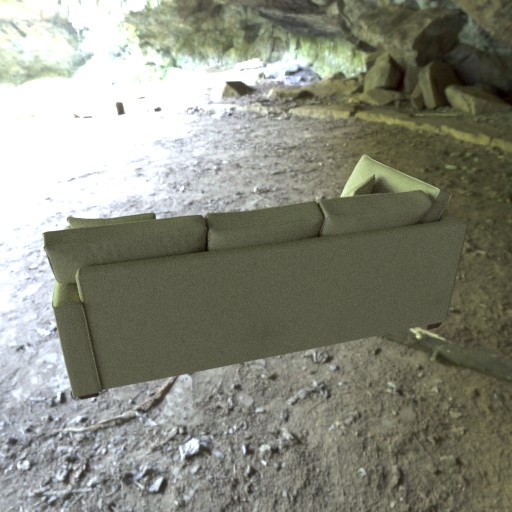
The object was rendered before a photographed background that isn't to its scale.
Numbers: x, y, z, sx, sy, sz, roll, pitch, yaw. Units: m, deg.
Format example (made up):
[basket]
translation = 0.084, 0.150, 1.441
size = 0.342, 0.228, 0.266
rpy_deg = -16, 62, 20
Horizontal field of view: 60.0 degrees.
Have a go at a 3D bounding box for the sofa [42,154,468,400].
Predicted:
[sofa]
translation = 0.000, 0.000, 2.862
size = 2.323, 0.948, 1.053
rpy_deg = -8, 28, -15
